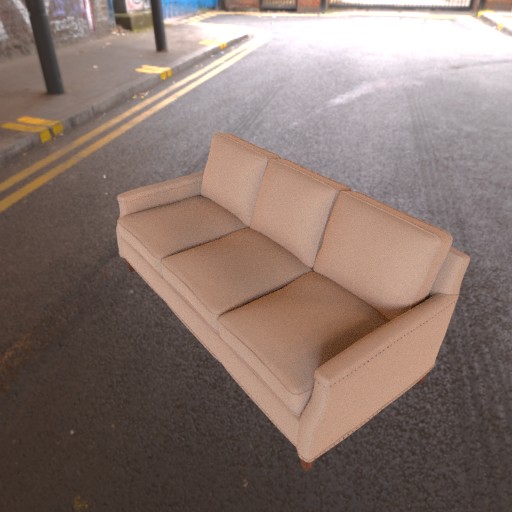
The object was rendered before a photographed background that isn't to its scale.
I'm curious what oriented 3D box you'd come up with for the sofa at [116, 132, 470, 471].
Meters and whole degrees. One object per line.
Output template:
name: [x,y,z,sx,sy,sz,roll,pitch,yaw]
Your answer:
sofa: [0.000,0.000,2.853,1.084,1.003,2.246,-22,39,-30]
